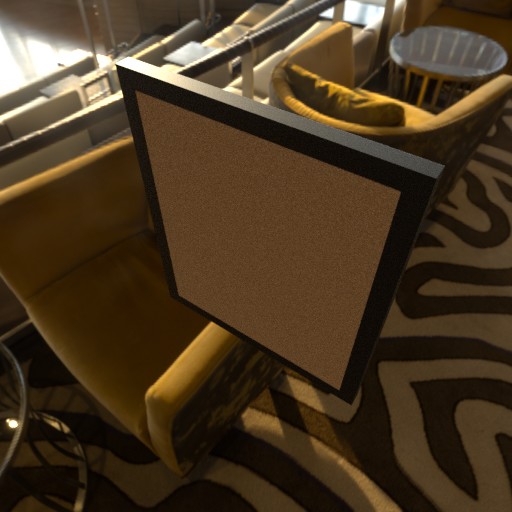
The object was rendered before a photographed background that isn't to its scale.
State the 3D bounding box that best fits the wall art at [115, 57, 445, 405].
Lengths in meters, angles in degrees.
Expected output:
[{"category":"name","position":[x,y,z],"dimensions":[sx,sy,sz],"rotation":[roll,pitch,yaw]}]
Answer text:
[{"category":"wall art","position":[0.000,0.000,0.697],"dimensions":[0.432,0.508,0.025],"rotation":[27,53,22]}]
